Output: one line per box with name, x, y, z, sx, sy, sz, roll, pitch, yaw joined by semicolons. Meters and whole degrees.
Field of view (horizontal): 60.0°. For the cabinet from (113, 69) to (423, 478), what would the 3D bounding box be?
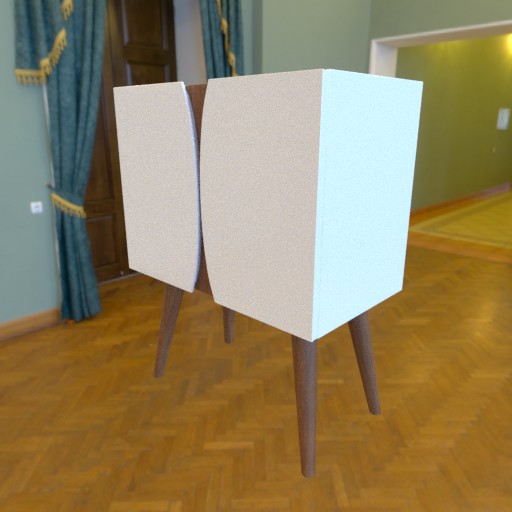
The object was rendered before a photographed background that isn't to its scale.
cabinet;0.000;0.000;1.067;0.591;0.772;0.344;16;23;41
